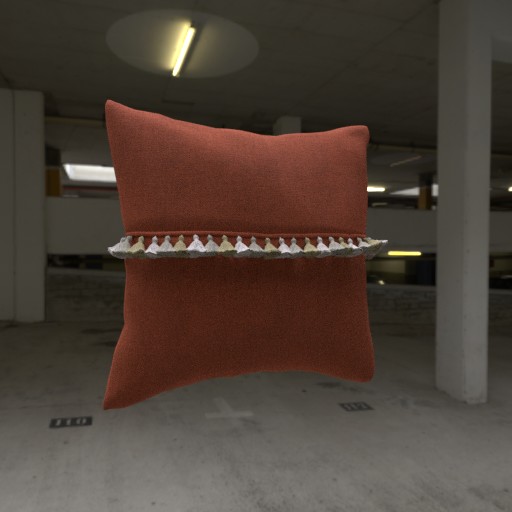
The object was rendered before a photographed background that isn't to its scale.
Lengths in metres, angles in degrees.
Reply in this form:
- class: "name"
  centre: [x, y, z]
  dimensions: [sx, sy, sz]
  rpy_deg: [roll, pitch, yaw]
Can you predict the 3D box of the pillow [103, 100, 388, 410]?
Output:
- class: "pillow"
  centre: [0.000, 0.000, 0.746]
  dimensions: [0.490, 0.482, 0.165]
  rpy_deg: [0, 1, -19]
